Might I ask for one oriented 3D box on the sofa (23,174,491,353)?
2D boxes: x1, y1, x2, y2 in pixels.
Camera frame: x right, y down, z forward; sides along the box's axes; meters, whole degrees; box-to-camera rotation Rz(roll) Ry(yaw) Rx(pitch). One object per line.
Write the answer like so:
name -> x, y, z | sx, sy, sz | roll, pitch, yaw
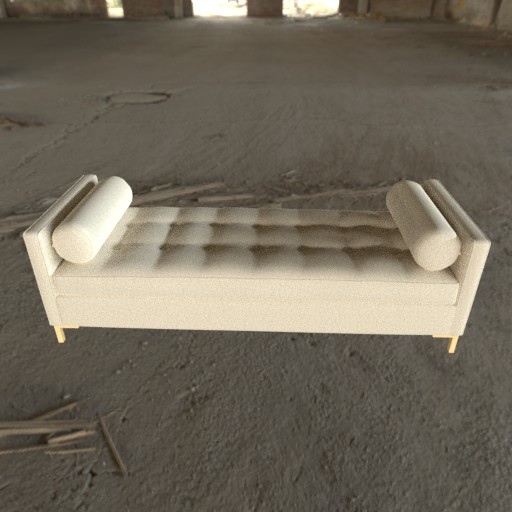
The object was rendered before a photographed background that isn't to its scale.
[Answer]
sofa -> 0.000, 0.000, 2.314 | 1.985, 0.641, 0.746 | 1, 31, 2
